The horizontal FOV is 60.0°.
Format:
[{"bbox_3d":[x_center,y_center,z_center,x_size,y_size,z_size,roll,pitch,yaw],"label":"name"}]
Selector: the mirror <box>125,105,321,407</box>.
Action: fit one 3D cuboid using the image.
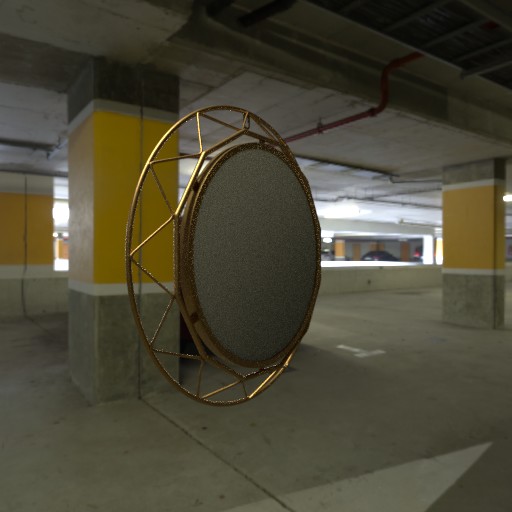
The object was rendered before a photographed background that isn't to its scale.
[{"bbox_3d":[0.000,0.000,0.681,0.043,0.454,0.454,0,0,36],"label":"mirror"}]
